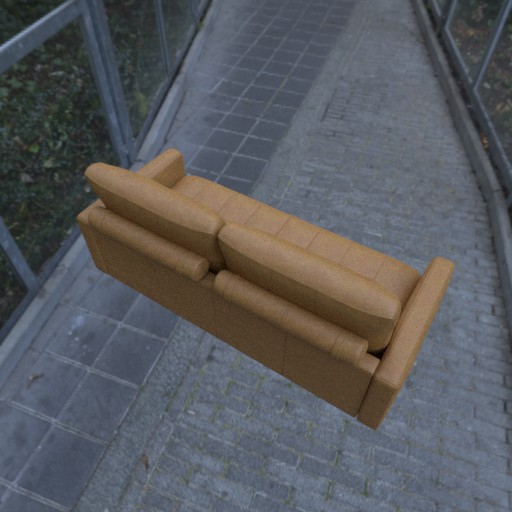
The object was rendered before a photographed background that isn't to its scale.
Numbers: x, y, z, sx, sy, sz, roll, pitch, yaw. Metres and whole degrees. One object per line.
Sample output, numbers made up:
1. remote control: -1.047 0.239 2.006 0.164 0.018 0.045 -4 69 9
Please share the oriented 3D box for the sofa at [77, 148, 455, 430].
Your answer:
1. sofa: 0.000 0.000 2.330 1.821 0.898 0.850 26 52 22
